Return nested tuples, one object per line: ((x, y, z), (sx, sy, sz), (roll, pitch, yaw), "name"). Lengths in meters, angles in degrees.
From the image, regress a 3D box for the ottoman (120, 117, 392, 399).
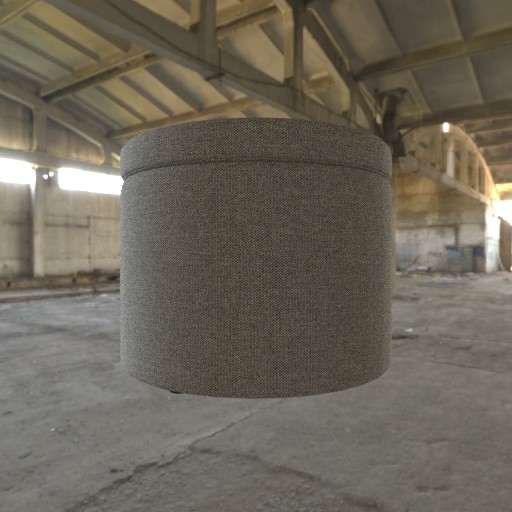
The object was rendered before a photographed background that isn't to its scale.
((0.000, 0.000, 0.853), (0.500, 0.419, 0.500), (0, 0, 0), "ottoman")
